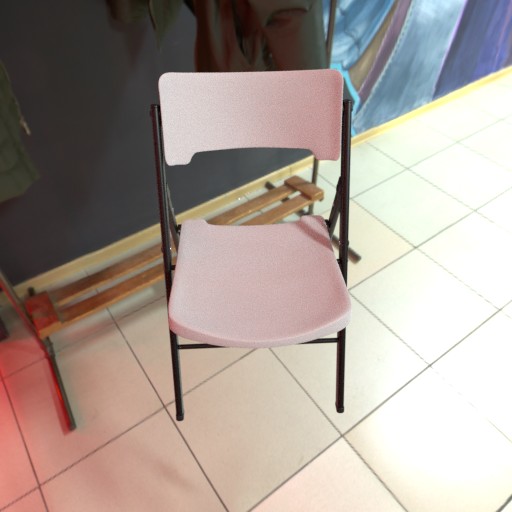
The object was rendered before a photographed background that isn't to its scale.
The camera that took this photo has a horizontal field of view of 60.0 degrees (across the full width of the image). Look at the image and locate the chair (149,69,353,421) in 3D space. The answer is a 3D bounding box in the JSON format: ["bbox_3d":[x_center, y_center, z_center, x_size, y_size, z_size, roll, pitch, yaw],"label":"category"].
[{"bbox_3d":[0.000,0.000,1.148,0.482,0.765,0.577,-2,47,-2],"label":"chair"}]
